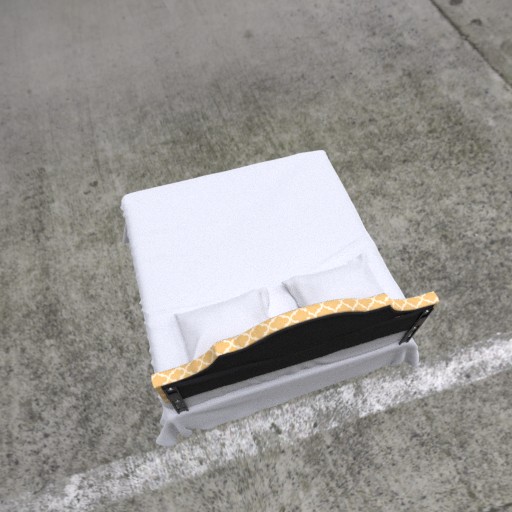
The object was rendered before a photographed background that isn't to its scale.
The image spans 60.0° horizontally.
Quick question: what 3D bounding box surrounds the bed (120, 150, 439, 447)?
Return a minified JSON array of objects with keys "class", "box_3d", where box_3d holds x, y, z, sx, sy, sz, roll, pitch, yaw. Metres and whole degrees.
[{"class":"bed","box_3d":[0.000,0.000,3.698,2.314,1.601,2.222,-15,59,-9]}]
